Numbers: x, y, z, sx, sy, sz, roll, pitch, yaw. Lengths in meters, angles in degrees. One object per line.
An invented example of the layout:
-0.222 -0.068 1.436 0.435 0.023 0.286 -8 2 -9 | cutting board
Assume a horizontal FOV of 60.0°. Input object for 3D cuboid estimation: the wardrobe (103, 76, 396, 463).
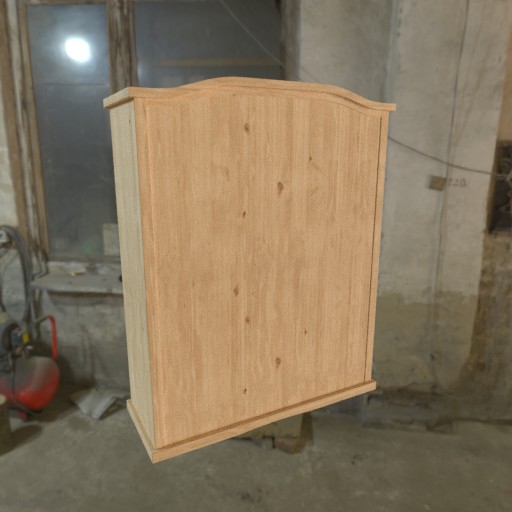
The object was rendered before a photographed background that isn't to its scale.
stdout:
0.000 0.000 2.610 1.500 1.870 0.570 -7 15 -28 | wardrobe
